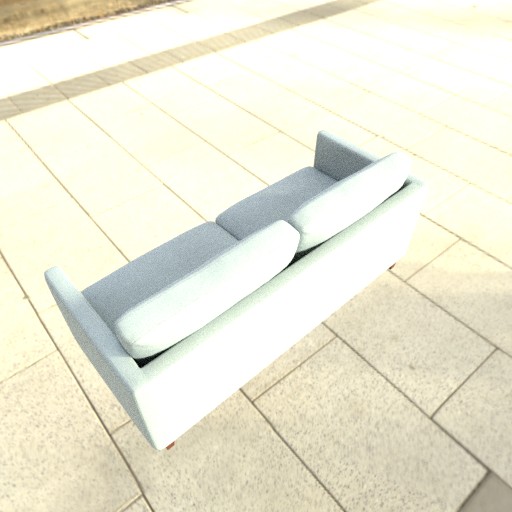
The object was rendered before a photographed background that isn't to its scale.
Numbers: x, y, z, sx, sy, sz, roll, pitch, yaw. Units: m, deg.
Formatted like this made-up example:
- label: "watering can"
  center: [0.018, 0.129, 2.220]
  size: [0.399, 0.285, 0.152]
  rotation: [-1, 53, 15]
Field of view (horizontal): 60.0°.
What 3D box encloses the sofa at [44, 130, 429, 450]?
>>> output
- label: "sofa"
  center: [0.000, 0.000, 2.770]
  size: [2.208, 0.965, 0.951]
  rotation: [-33, 54, -28]
